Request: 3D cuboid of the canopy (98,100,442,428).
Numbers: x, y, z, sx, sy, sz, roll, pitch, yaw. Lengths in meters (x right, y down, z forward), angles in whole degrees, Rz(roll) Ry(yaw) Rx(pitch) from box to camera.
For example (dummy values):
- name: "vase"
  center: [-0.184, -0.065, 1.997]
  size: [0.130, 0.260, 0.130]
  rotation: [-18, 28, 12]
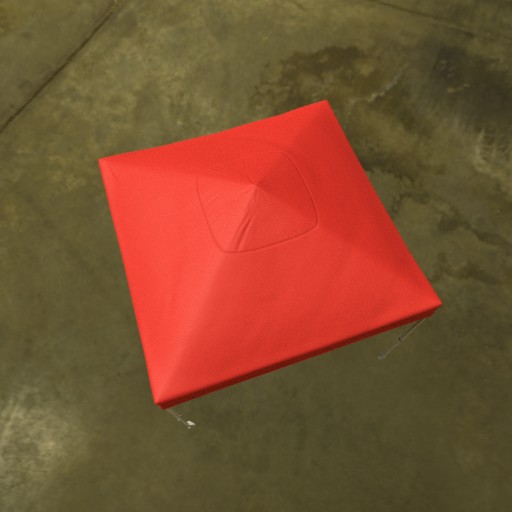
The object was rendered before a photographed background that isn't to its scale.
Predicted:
- name: "canopy"
  center: [0.000, 0.000, 5.553]
  size: [2.996, 2.997, 2.998]
  rotation: [-17, 65, -8]
